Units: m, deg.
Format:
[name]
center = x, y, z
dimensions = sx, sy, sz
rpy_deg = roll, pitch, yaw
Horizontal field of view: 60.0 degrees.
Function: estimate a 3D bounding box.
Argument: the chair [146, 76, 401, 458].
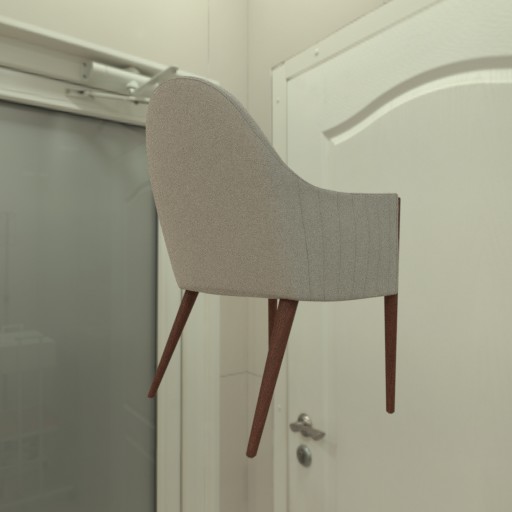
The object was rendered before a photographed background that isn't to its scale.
[chair]
center = 0.000, 0.000, 1.314
dimensions = 0.620, 0.889, 0.610
rpy_deg = 1, -2, -36
